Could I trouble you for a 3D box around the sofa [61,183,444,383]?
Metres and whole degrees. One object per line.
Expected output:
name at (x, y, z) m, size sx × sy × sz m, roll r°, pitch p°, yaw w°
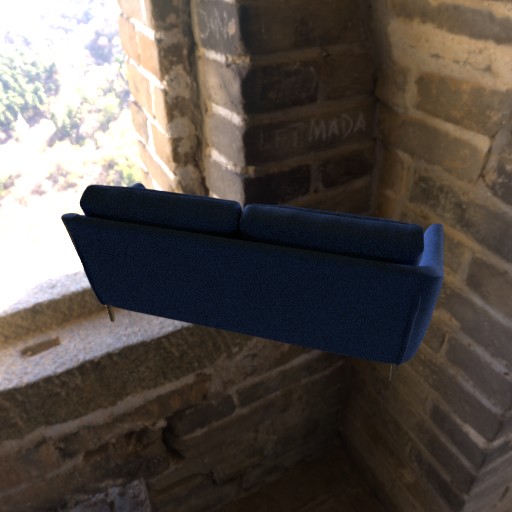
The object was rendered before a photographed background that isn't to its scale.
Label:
sofa at (0.000, 0.000, 2.565) m, size 2.036 × 0.903 × 0.960 m, roll 9°, pitch 33°, yaw 14°
